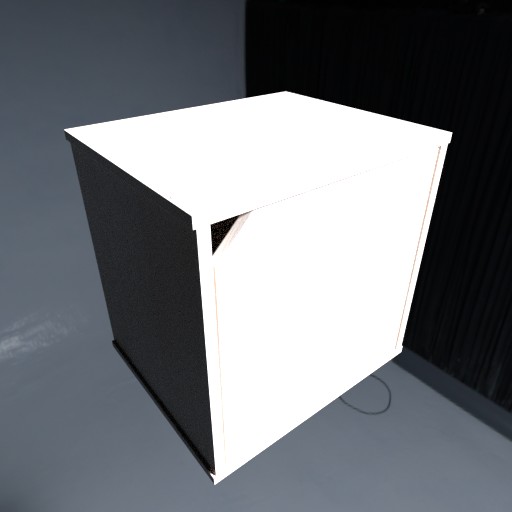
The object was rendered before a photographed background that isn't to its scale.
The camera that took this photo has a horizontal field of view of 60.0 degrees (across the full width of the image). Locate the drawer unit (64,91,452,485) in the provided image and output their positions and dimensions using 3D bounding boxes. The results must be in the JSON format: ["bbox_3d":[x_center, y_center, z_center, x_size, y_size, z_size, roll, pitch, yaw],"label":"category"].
[{"bbox_3d":[0.000,0.000,0.608,0.349,0.344,0.290,-22,38,-32],"label":"drawer unit"}]
